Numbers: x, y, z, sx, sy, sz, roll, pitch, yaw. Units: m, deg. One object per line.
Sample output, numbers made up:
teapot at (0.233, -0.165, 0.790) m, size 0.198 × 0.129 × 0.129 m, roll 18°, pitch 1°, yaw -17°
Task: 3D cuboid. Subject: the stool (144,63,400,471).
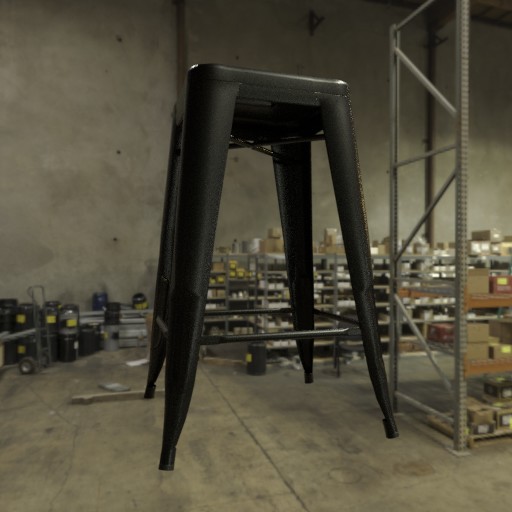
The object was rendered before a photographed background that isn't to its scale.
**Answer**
stool at (0.000, 0.000, 0.847) m, size 0.399 × 0.609 × 0.359 m, roll 0°, pitch 0°, yaw -18°
